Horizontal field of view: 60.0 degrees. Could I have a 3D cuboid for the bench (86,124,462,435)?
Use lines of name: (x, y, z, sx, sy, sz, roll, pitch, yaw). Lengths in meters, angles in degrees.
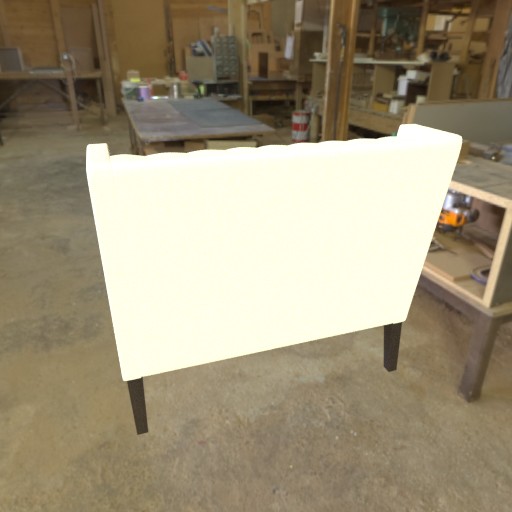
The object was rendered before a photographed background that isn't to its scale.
bench: (0.000, 0.000, 1.971, 1.280, 1.123, 0.847, -8, 27, -17)
